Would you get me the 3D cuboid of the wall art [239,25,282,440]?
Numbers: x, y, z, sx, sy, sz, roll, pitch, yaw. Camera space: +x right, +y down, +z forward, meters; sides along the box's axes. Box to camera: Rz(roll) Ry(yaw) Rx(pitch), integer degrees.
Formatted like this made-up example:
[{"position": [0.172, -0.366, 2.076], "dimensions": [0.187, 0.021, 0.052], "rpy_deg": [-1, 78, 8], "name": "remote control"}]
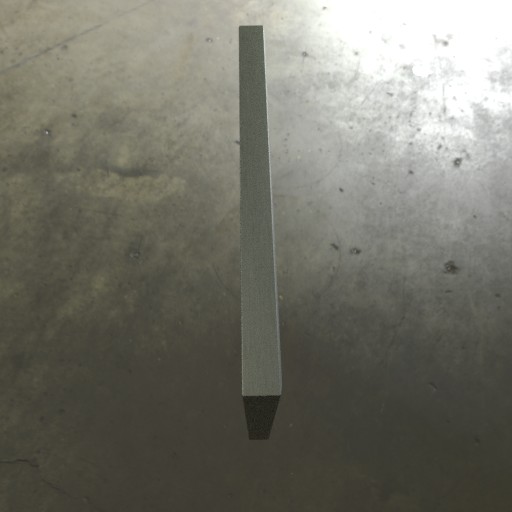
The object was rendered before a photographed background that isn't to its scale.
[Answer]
[{"position": [0.000, 0.000, 0.530], "dimensions": [0.028, 0.330, 0.380], "rpy_deg": [-1, 63, -1], "name": "wall art"}]
